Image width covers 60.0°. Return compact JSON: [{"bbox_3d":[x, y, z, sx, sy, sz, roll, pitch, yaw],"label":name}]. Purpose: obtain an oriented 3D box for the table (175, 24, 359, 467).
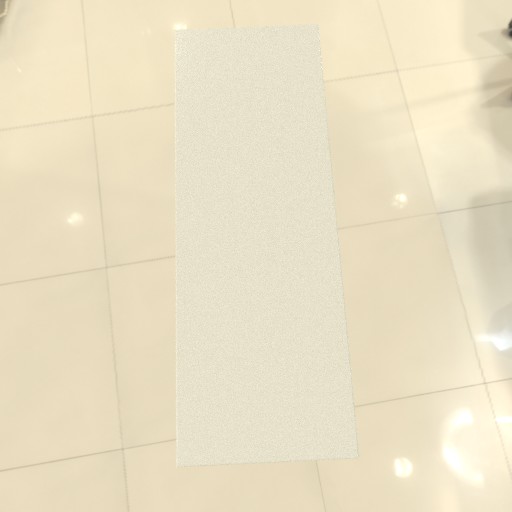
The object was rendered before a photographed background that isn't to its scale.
[{"bbox_3d":[0.000,0.000,1.407,0.381,0.749,1.067,-3,76,-1],"label":"table"}]
